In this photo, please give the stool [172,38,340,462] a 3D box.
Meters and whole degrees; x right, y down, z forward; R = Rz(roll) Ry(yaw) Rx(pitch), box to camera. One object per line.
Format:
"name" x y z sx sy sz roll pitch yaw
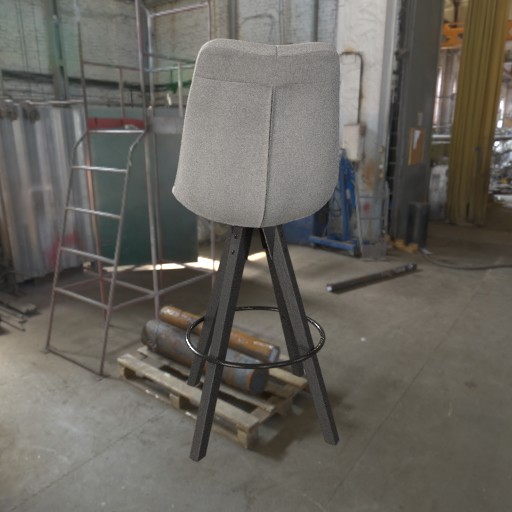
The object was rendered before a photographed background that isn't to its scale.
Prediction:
"stool" 0.000 0.000 1.353 0.485 1.115 0.550 -3 16 -9
